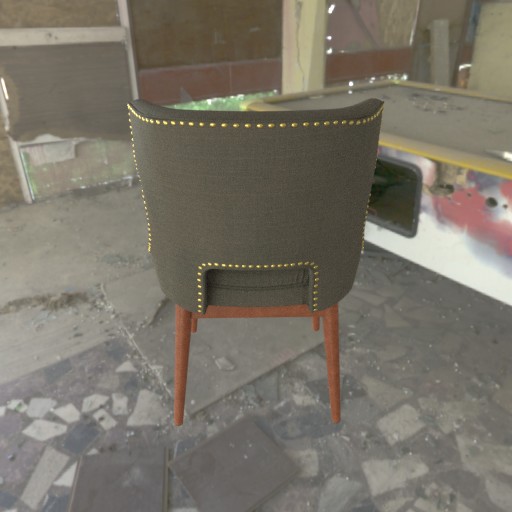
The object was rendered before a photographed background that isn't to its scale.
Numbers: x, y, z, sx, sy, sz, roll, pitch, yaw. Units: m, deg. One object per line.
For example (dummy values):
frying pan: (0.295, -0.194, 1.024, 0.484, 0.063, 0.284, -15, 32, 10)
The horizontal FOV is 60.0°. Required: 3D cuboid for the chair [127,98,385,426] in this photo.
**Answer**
chair: (0.000, 0.000, 1.208, 0.595, 0.863, 0.581, -1, 29, -1)
